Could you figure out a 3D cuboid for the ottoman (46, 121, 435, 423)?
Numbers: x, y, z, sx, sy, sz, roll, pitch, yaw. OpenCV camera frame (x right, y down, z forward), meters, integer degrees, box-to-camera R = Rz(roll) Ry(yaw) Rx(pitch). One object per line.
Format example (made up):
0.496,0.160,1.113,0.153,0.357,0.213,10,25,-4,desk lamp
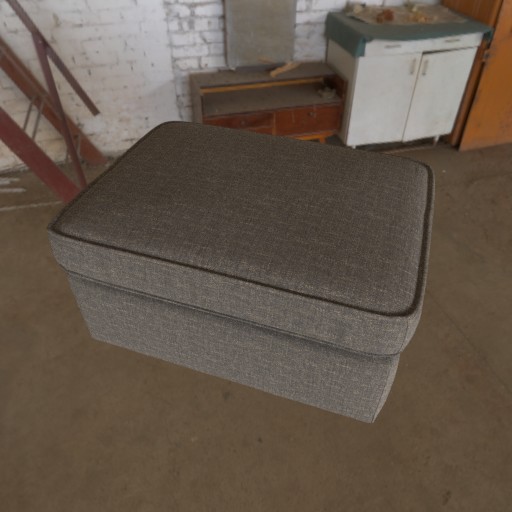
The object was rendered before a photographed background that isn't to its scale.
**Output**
0.000,0.000,1.094,0.749,0.450,0.549,13,44,14,ottoman
